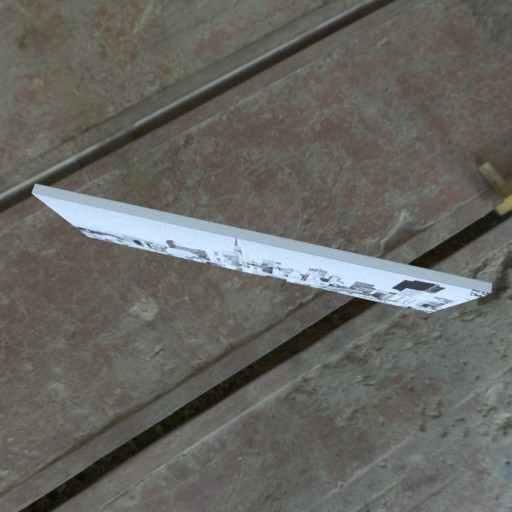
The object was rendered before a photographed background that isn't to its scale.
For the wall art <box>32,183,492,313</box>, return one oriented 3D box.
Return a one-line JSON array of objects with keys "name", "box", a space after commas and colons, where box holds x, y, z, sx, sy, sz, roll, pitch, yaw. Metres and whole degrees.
[{"name": "wall art", "box": [0.000, 0.000, 1.681, 1.520, 0.507, 0.039, 12, 76, 3]}]
